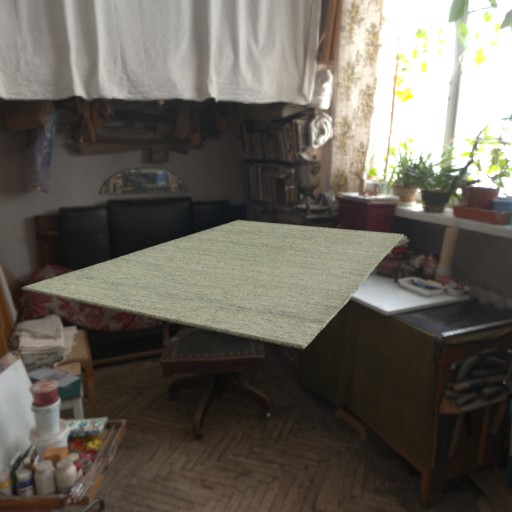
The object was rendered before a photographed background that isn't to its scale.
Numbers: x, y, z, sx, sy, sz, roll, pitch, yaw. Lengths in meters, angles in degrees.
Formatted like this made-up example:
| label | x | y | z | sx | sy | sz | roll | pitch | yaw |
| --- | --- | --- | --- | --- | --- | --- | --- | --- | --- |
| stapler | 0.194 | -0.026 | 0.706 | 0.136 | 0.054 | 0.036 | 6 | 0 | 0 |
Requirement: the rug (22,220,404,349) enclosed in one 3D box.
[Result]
| label | x | y | z | sx | sy | sz | roll | pitch | yaw |
| --- | --- | --- | --- | --- | --- | --- | --- | --- | --- |
| rug | 0.000 | 0.000 | 2.345 | 1.243 | 0.014 | 1.846 | 7 | 16 | 26 |
